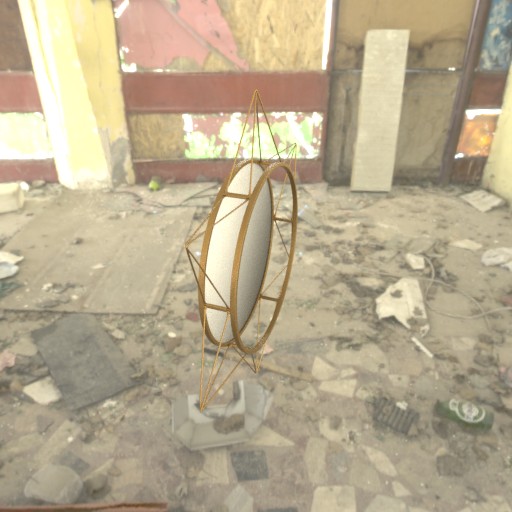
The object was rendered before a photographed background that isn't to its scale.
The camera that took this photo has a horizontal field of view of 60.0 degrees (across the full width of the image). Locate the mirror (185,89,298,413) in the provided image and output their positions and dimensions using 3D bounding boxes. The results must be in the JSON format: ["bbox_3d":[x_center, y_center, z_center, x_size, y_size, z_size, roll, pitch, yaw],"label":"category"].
[{"bbox_3d":[0.000,0.000,0.815,0.062,0.581,0.498,10,31,18],"label":"mirror"}]
